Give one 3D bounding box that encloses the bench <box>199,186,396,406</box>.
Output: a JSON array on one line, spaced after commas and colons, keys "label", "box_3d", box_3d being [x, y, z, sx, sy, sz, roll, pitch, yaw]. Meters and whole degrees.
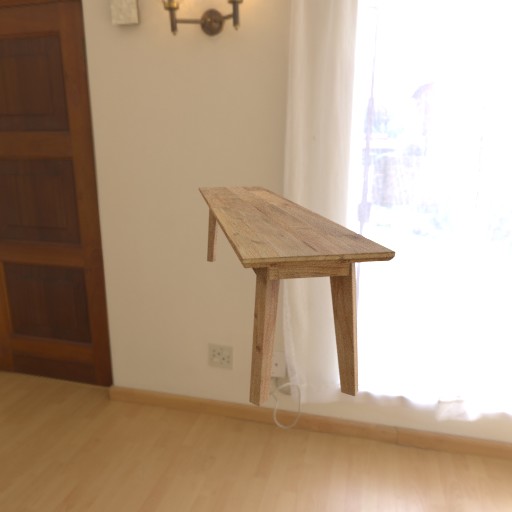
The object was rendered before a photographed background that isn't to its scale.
[{"label": "bench", "box_3d": [0.000, 0.000, 1.904, 0.378, 0.431, 1.698, -3, 15, -10]}]
